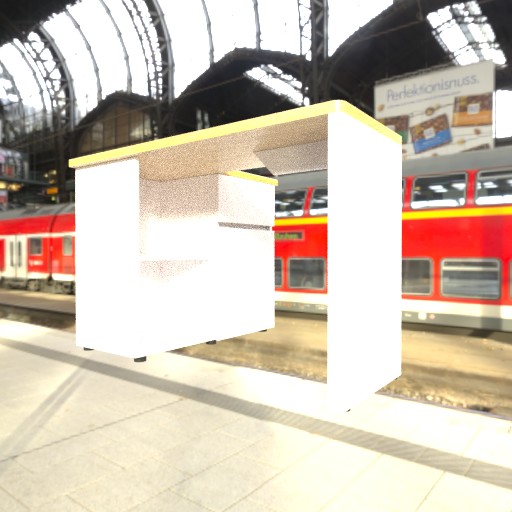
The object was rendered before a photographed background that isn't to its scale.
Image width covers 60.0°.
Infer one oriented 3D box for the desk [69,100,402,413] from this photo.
[{"bbox_3d":[0.000,0.000,1.765,1.170,0.760,0.900,0,1,37],"label":"desk"}]
